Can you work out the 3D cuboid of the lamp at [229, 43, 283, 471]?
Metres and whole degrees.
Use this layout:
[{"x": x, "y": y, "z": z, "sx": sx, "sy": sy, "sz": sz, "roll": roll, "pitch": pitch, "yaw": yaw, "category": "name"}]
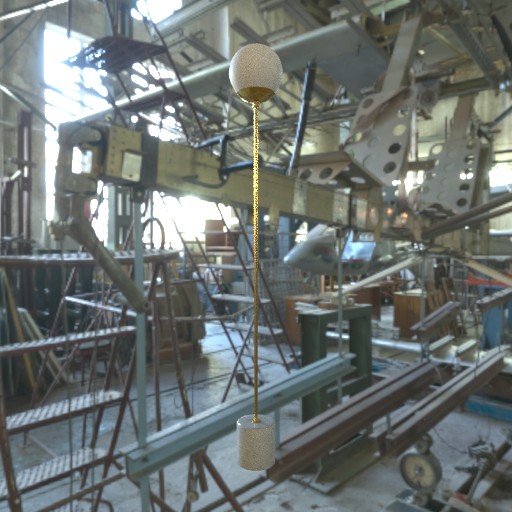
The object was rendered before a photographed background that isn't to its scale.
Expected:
[{"x": 0.000, "y": 0.000, "z": 1.869, "sx": 0.224, "sy": 1.753, "sz": 0.224, "roll": 0, "pitch": 1, "yaw": -1, "category": "lamp"}]
